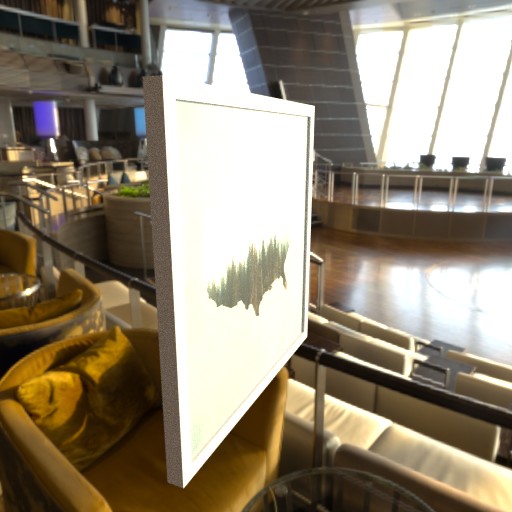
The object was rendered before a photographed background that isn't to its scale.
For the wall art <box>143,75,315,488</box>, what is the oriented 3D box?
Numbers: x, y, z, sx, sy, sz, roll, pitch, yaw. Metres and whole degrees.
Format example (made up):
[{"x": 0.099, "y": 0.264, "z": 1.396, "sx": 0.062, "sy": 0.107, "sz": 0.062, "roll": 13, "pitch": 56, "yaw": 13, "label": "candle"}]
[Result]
[{"x": 0.000, "y": 0.000, "z": 1.119, "sx": 0.038, "sy": 0.762, "sz": 0.762, "roll": 7, "pitch": 16, "yaw": 24, "label": "wall art"}]
